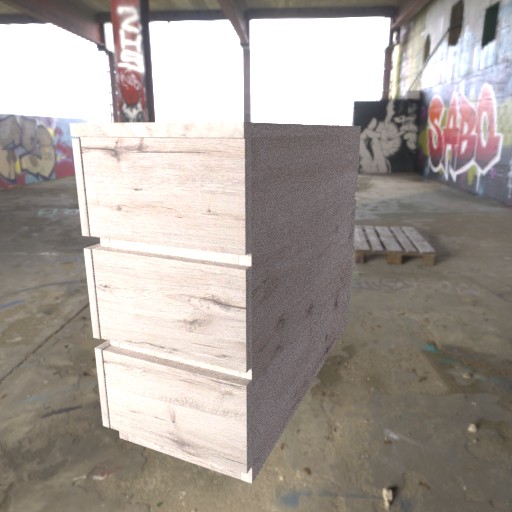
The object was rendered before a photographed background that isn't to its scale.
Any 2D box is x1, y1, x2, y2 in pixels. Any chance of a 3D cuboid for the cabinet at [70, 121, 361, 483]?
[{"bbox_3d":[0.000,0.000,1.447,0.420,0.820,1.040,7,17,23],"label":"cabinet"}]
